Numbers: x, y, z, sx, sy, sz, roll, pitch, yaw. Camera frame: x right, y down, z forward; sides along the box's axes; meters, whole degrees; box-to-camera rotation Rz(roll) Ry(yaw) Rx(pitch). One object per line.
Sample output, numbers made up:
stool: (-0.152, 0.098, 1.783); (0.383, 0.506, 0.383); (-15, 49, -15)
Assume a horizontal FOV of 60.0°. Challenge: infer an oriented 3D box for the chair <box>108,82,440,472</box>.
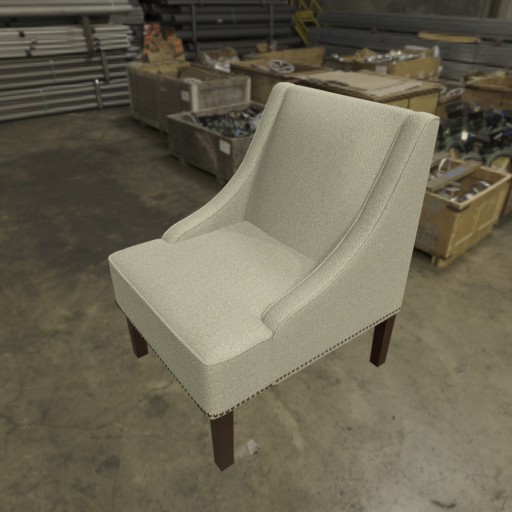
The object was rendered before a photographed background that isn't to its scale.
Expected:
chair: (0.000, 0.000, 1.376); (0.748, 0.872, 0.628); (-21, 37, -31)
